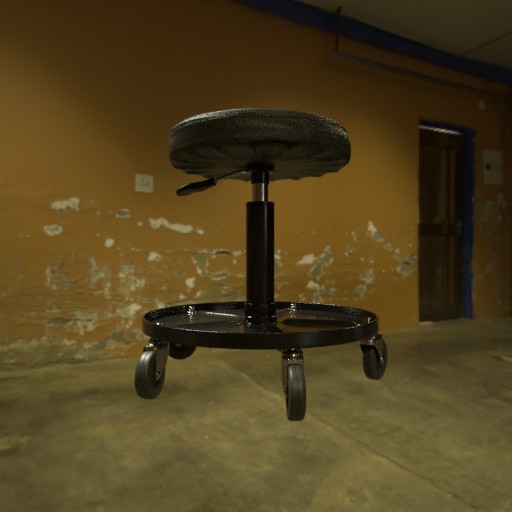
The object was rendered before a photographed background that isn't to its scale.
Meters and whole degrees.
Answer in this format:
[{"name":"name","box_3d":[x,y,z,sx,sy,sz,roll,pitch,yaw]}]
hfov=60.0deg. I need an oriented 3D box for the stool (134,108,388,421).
[{"name":"stool","box_3d":[0.000,0.000,0.678,0.382,0.365,0.381,0,0,18]}]
